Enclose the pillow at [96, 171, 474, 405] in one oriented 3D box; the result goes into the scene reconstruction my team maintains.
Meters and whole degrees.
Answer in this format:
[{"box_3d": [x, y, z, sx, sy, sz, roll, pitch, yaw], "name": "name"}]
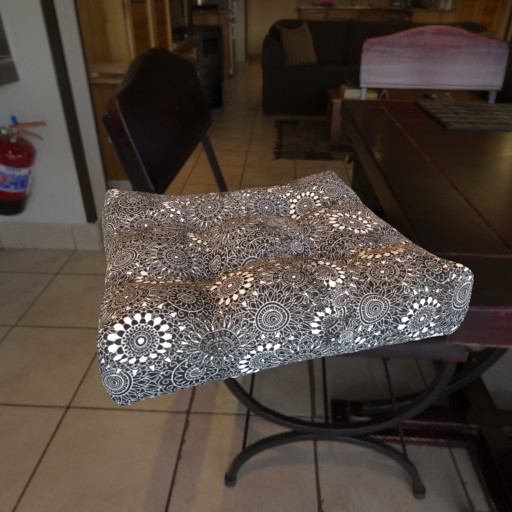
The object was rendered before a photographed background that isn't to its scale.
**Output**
[{"box_3d": [0.000, 0.000, 0.733, 0.490, 0.128, 0.468, -8, 31, -14], "name": "pillow"}]
